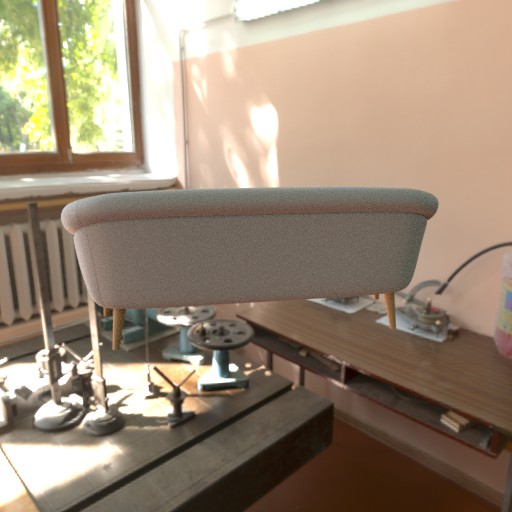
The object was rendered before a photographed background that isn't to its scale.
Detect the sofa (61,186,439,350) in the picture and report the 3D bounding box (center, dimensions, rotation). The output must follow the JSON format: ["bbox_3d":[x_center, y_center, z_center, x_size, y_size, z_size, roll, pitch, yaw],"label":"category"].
[{"bbox_3d":[0.000,0.000,2.493,2.160,0.795,0.827,-2,15,-9],"label":"sofa"}]
